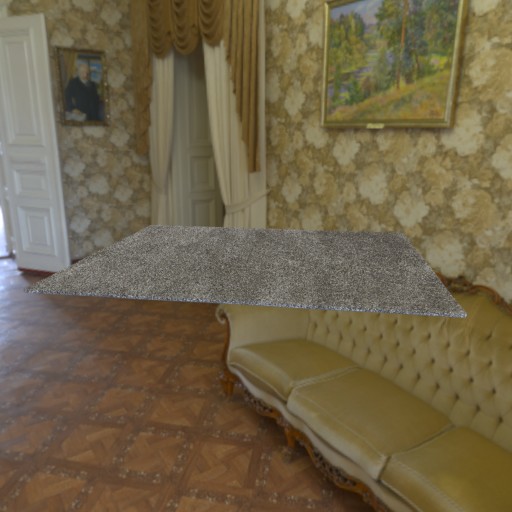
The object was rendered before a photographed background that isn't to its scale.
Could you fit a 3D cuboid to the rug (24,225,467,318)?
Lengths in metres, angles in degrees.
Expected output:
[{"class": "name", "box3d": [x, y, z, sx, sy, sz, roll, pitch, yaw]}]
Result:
[{"class": "rug", "box3d": [0.000, 0.000, 4.083, 3.000, 0.025, 2.401, 2, 15, 9]}]
